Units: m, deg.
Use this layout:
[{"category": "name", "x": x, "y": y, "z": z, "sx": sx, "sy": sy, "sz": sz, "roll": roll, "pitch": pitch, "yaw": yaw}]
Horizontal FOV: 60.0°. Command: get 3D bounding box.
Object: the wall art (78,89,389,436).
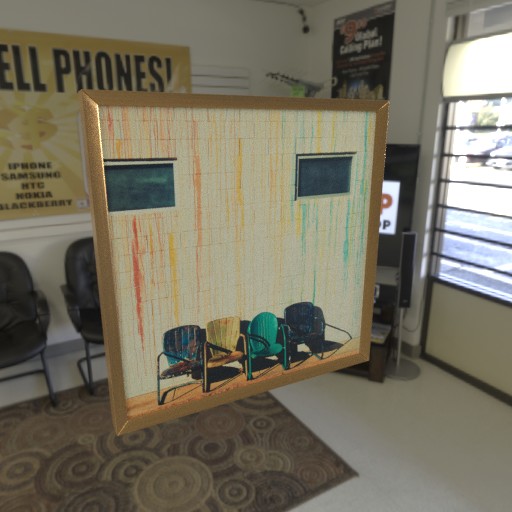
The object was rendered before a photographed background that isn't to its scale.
[{"category": "wall art", "x": 0.000, "y": 0.000, "z": 0.745, "sx": 0.505, "sy": 0.505, "sz": 0.037, "roll": -8, "pitch": 18, "yaw": -26}]
